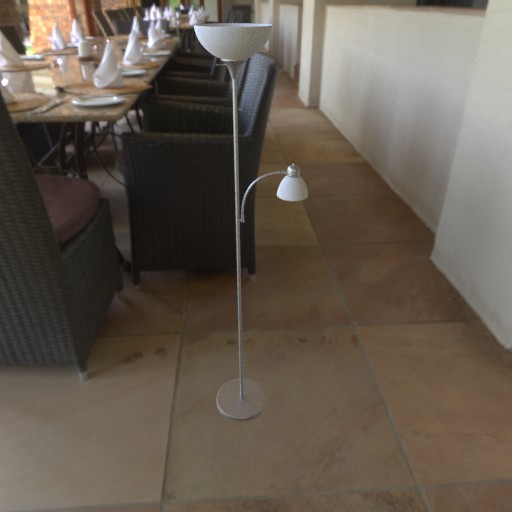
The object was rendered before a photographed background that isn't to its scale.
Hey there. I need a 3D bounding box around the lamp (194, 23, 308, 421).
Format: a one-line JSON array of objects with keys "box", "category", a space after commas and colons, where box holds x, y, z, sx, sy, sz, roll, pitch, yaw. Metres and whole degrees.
[{"box": [0.000, 0.000, 1.950, 0.425, 1.804, 0.279, 0, 30, -1], "category": "lamp"}]
